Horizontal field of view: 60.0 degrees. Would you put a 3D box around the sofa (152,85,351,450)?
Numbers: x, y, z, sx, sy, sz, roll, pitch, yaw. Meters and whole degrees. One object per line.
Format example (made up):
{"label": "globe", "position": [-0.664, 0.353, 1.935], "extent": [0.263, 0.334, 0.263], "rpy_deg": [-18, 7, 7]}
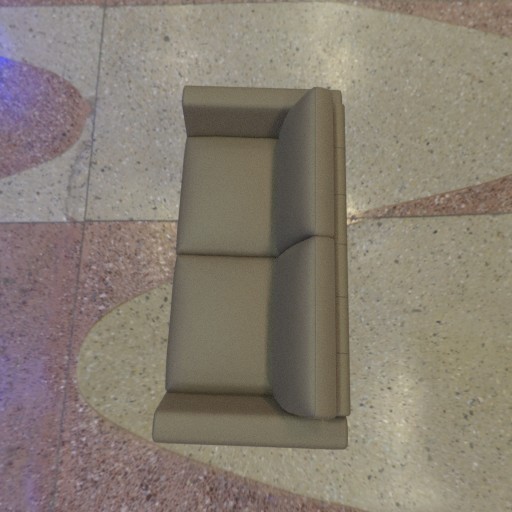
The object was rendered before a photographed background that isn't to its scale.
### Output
{"label": "sofa", "position": [0.000, 0.000, 2.553], "extent": [0.953, 0.875, 2.017], "rpy_deg": [2, 75, 1]}
